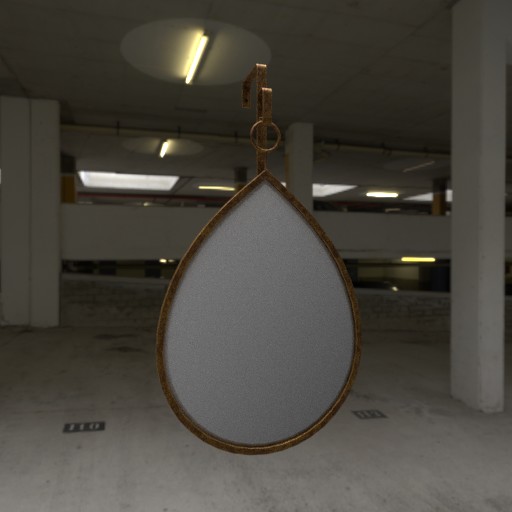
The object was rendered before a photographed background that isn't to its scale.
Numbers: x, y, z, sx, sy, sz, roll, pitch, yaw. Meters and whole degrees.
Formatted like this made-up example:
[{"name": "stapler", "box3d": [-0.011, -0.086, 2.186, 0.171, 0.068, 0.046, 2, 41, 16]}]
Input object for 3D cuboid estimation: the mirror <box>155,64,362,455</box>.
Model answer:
[{"name": "mirror", "box3d": [0.000, 0.000, 0.893, 0.405, 0.744, 0.144, 0, 1, -17]}]
